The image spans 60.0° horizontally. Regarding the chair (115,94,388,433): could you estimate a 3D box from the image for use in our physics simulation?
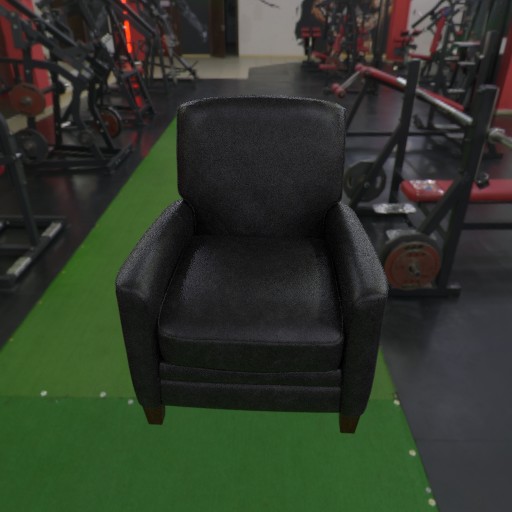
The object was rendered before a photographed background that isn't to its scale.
[{"bbox_3d":[0.000,0.000,1.664,0.848,1.014,0.864,2,30,3],"label":"chair"}]
